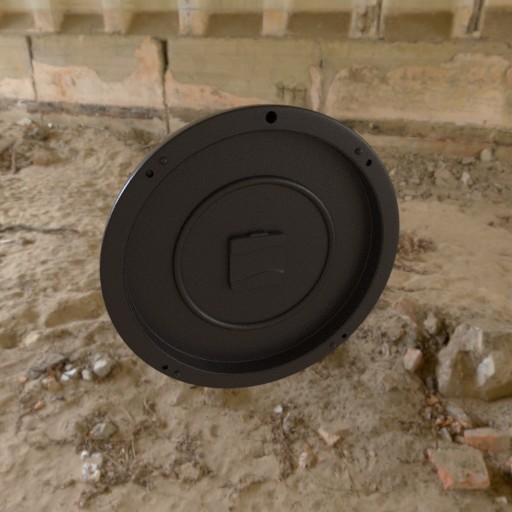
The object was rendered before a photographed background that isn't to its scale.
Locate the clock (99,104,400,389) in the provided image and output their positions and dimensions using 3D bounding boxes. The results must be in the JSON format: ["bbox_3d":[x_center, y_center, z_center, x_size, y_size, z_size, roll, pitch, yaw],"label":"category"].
[{"bbox_3d":[0.000,0.000,0.450,0.300,0.300,0.060,-8,28,-16],"label":"clock"}]
